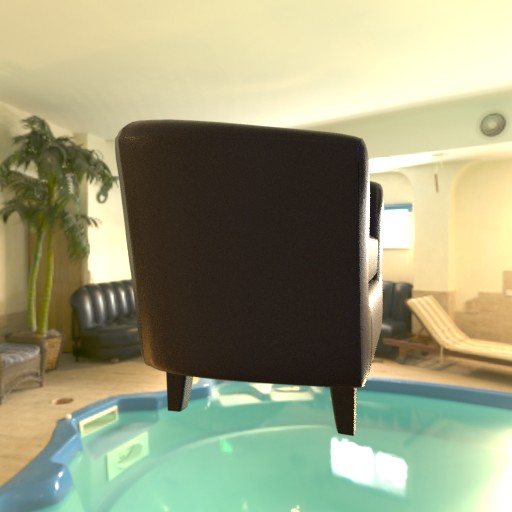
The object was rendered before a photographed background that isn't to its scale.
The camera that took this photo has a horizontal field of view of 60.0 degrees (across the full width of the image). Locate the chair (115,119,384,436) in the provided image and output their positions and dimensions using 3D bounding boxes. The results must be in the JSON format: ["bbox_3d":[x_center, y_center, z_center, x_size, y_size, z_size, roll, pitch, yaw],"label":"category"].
[{"bbox_3d":[0.000,0.000,1.361,0.727,0.756,0.793,0,1,19],"label":"chair"}]
